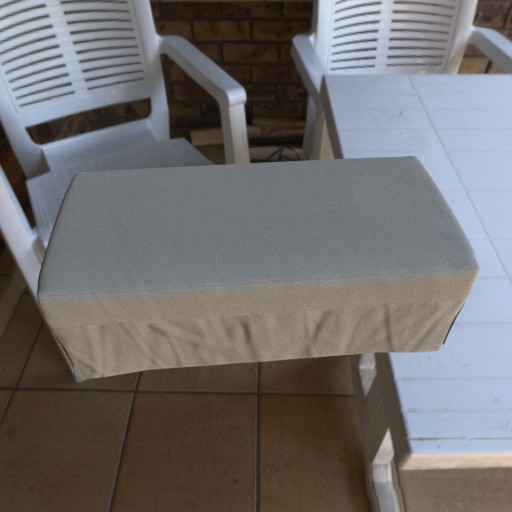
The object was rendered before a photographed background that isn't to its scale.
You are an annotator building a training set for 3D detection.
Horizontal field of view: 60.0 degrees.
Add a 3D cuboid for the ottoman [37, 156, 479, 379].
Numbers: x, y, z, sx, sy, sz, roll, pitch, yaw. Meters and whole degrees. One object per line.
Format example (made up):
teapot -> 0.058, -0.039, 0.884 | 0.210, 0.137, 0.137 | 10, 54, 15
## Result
ottoman -> 0.000, 0.000, 1.670 | 1.388, 0.457, 0.665 | -4, 47, -3
